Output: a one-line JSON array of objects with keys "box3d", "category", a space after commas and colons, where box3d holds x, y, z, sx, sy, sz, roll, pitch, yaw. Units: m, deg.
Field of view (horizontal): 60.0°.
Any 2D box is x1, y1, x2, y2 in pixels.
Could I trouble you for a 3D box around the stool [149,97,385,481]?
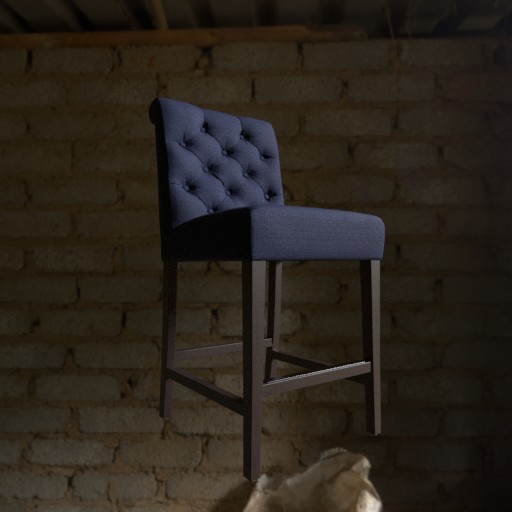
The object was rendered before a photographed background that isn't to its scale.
[{"box3d": [0.000, 0.000, 1.347, 0.493, 1.010, 0.601, 0, 0, -37], "category": "stool"}]
